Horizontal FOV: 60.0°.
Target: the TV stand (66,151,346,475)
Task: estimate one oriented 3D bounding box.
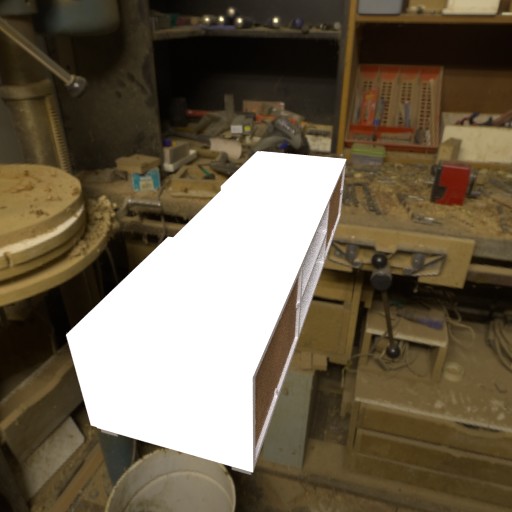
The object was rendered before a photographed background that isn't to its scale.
[{"bbox_3d":[0.000,0.000,1.551,0.420,0.310,1.400,9,31,15],"label":"TV stand"}]
